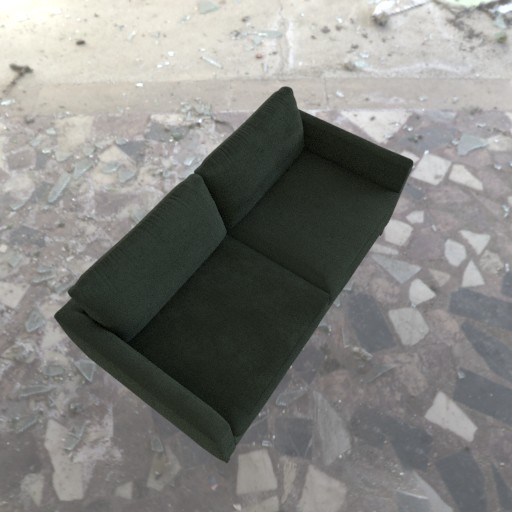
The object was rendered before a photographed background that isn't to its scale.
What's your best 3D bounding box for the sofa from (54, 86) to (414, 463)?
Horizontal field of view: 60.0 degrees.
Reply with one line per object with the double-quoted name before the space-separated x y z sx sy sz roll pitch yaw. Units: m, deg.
"sofa" 0.000 0.000 2.199 0.875 0.817 1.676 31 63 18
